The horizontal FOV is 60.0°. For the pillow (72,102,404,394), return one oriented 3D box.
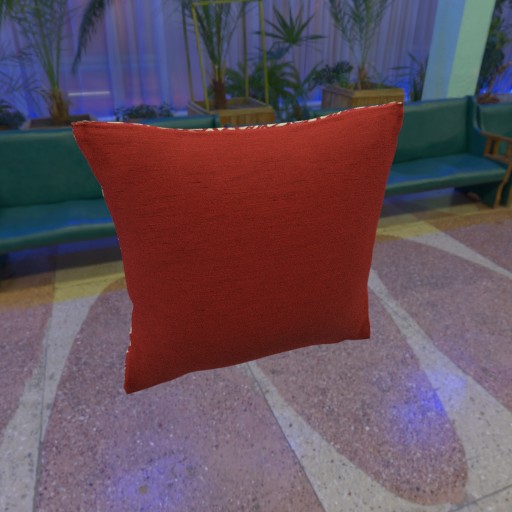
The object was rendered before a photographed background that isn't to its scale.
[{"bbox_3d":[0.000,0.000,0.659,0.438,0.419,0.162,-9,30,-16],"label":"pillow"}]
